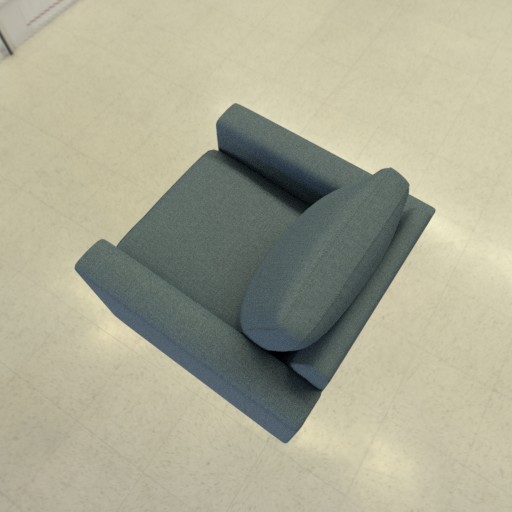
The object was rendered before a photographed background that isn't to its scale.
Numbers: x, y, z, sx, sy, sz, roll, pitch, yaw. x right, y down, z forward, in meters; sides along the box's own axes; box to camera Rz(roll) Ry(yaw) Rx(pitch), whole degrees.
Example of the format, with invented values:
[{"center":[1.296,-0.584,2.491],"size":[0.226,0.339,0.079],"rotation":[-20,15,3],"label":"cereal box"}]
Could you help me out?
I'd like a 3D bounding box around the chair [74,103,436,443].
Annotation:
[{"center":[0.000,0.000,1.873],"size":[1.038,1.010,1.024],"rotation":[32,68,15],"label":"chair"}]
